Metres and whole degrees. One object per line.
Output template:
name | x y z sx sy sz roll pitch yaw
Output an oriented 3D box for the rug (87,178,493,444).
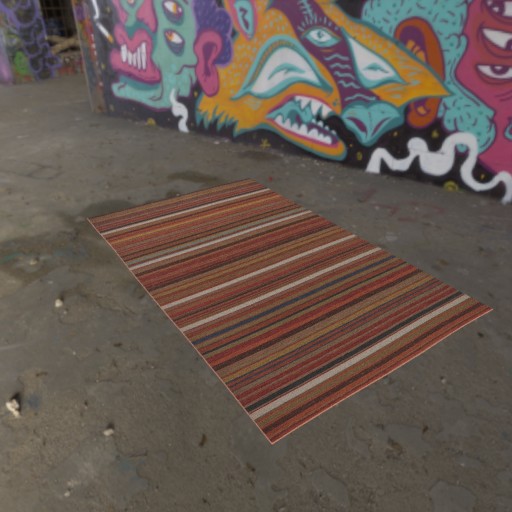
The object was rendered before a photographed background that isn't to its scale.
rug | 0.000 0.000 2.956 1.523 0.008 2.438 -19 36 -29
